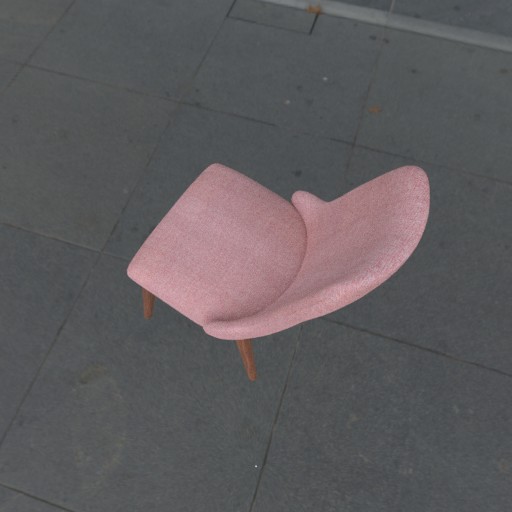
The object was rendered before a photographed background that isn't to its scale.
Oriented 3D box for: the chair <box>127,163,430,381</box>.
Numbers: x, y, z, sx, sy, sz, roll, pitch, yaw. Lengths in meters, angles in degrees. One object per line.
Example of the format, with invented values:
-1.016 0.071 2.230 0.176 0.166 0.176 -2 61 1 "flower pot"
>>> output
0.000 0.000 1.306 0.707 0.918 0.535 30 68 13 "chair"
